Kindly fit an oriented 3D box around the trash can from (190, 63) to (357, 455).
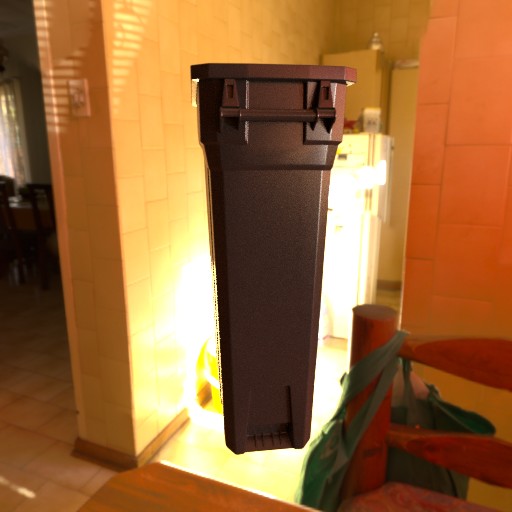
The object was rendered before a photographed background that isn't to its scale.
[{"bbox_3d":[0.000,0.000,1.058,0.281,0.762,0.559,-2,14,-8],"label":"trash can"}]
